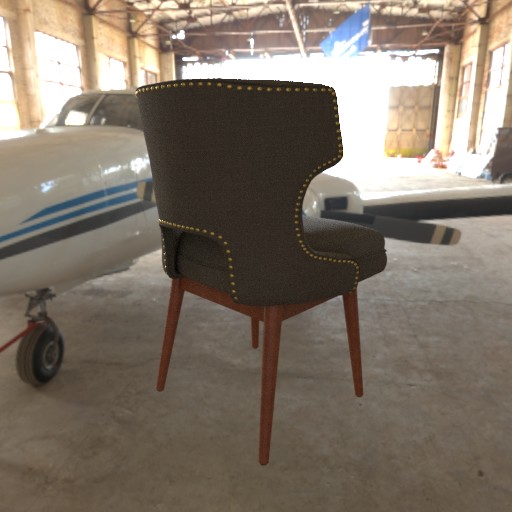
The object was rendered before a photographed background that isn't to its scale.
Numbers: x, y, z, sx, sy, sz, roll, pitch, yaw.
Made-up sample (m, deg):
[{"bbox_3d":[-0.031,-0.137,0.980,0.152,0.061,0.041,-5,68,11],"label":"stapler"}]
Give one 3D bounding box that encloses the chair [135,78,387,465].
[{"bbox_3d":[0.000,0.000,1.223,0.581,0.863,0.595,-14,20,-43],"label":"chair"}]
